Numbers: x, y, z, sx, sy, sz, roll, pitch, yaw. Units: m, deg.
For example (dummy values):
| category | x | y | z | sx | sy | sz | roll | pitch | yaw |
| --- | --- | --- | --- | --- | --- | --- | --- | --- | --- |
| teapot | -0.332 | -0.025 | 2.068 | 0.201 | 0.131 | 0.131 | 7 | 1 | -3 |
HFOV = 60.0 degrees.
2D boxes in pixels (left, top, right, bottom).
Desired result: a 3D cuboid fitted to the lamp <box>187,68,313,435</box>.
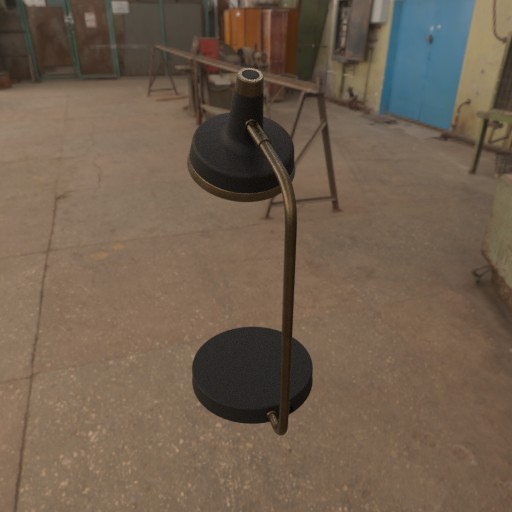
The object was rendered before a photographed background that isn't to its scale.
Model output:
| category | x | y | z | sx | sy | sz | roll | pitch | yaw |
| --- | --- | --- | --- | --- | --- | --- | --- | --- | --- |
| lamp | 0.000 | 0.000 | 0.495 | 0.162 | 0.385 | 0.218 | -8 | 29 | -15 |
